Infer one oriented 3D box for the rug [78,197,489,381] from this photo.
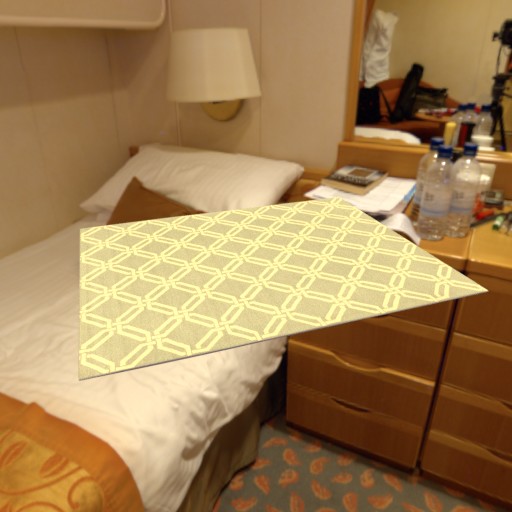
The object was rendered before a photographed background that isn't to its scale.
[{"bbox_3d":[0.000,0.000,3.857,2.895,0.018,2.288,-9,28,-17],"label":"rug"}]
